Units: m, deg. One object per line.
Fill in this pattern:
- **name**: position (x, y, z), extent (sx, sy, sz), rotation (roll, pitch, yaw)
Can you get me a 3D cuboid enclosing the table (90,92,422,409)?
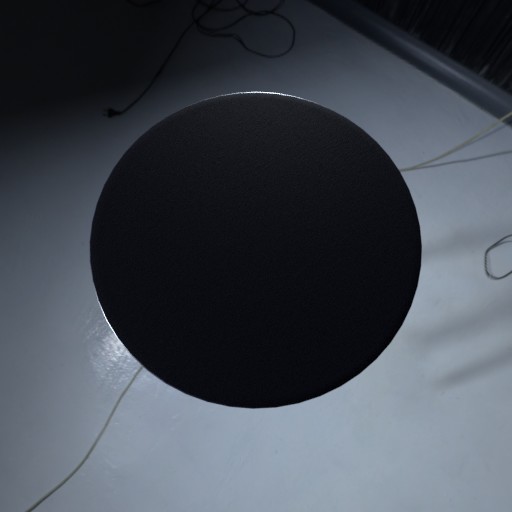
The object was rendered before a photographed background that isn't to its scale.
- **table**: position (0.000, 0.000, 1.604), extent (1.029, 0.491, 1.029), rotation (0, 74, 0)
